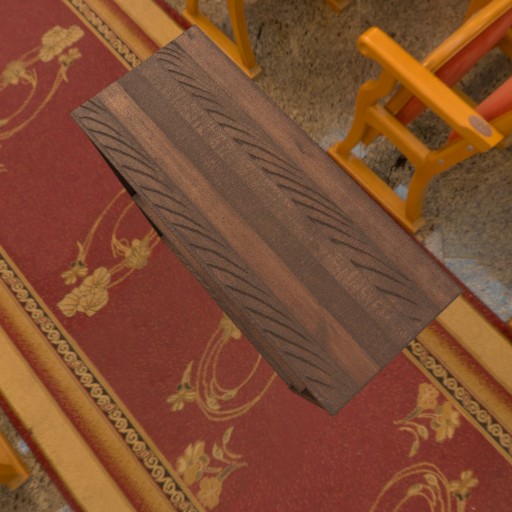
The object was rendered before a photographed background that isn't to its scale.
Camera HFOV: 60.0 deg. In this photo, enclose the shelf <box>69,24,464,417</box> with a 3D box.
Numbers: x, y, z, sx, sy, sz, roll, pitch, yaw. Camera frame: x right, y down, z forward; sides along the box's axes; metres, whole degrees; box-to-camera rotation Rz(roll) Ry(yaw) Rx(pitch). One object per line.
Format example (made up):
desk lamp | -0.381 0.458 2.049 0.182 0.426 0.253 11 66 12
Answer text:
shelf | 0.000 0.000 1.365 0.352 0.947 0.822 -40 79 -10
